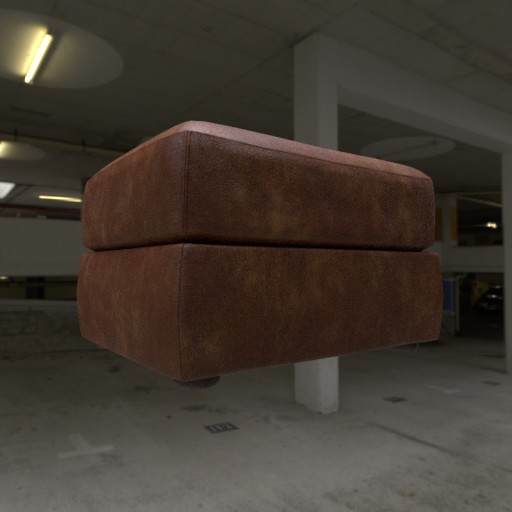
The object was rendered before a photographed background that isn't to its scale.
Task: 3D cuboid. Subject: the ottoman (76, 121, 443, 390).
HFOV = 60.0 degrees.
[{"bbox_3d":[0.000,0.000,1.130,0.751,0.476,0.603,1,-2,-36],"label":"ottoman"}]
